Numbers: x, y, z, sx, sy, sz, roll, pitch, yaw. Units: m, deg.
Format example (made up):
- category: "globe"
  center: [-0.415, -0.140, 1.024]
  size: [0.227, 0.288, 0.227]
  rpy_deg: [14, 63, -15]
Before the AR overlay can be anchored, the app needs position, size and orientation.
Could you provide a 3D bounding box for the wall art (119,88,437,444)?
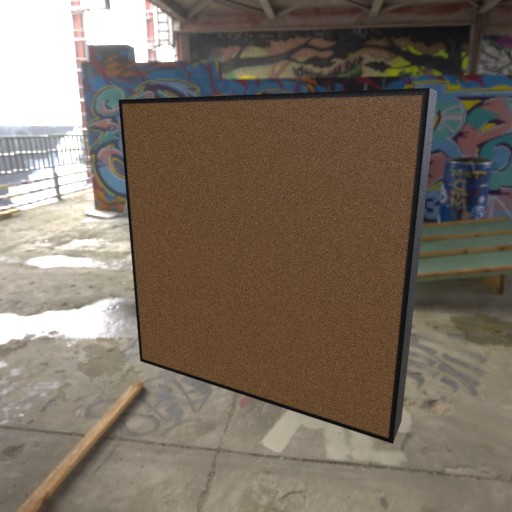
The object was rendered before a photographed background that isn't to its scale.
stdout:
- category: "wall art"
  center: [0.000, 0.000, 0.445]
  size: [0.304, 0.303, 0.037]
  rpy_deg: [9, 19, 28]
